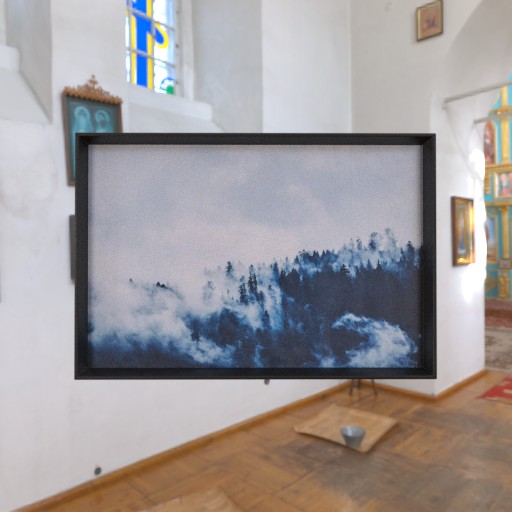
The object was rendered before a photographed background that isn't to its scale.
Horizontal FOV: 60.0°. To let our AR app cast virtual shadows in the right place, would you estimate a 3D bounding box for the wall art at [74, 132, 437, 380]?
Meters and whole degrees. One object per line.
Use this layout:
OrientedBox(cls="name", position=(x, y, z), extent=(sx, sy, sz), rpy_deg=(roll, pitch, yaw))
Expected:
OrientedBox(cls="wall art", position=(0.000, 0.000, 1.178), extent=(0.939, 0.640, 0.058), rpy_deg=(0, -1, 0))
